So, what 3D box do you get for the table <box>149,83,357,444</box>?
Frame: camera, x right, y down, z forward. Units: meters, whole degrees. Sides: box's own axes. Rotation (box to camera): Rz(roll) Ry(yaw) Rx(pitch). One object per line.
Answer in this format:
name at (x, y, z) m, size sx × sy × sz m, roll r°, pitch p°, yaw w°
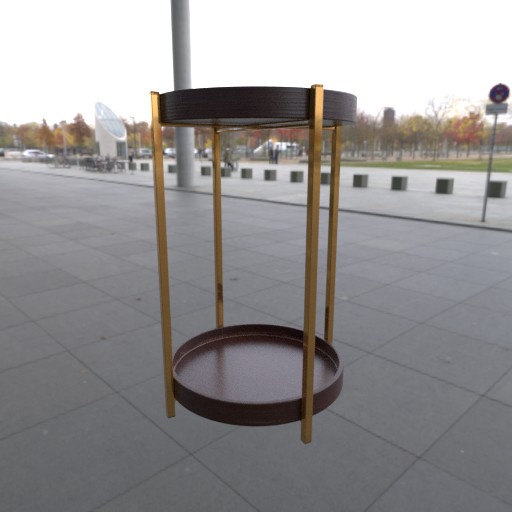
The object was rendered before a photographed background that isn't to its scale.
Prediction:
table at (0.000, 0.000, 0.899) m, size 0.400 × 0.610 × 0.400 m, roll -7°, pitch 15°, yaw -27°
